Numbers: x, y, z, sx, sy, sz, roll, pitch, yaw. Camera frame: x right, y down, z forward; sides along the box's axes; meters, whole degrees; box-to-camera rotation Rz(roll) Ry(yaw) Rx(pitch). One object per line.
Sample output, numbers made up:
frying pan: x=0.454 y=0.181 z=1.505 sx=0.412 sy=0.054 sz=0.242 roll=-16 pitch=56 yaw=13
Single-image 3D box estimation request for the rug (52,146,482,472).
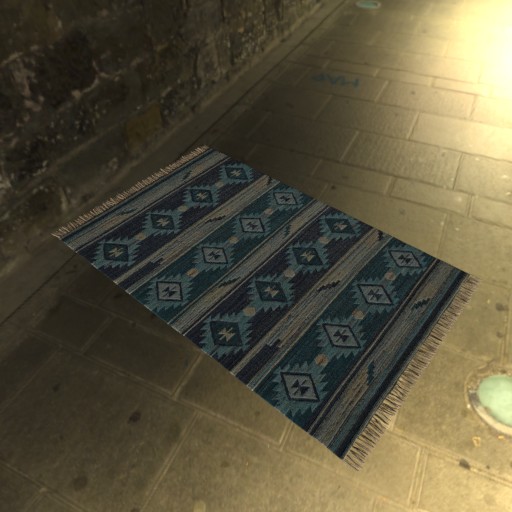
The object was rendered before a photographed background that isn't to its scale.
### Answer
rug: x=0.000 y=0.000 z=2.299 sx=1.936 sy=0.028 sz=1.181 roll=31 pitch=53 yaw=27
